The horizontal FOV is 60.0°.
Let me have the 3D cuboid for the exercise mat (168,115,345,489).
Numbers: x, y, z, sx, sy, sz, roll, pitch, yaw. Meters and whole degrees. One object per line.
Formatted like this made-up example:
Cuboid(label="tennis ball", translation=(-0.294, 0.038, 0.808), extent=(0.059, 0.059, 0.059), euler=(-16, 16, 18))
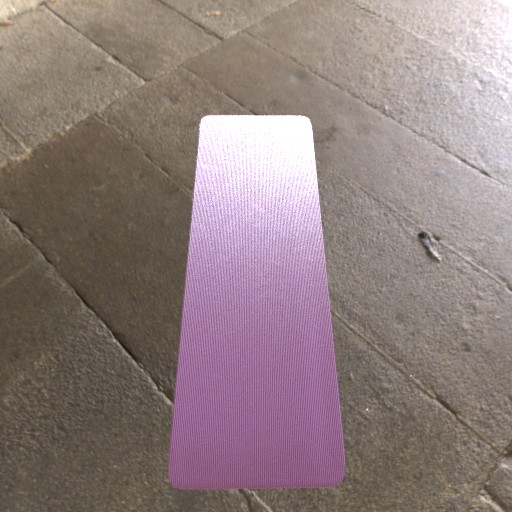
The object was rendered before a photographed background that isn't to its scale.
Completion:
Cuboid(label="exercise mat", translation=(0.000, 0.000, 2.001), extent=(0.616, 0.021, 1.869), euler=(0, 58, 0))
